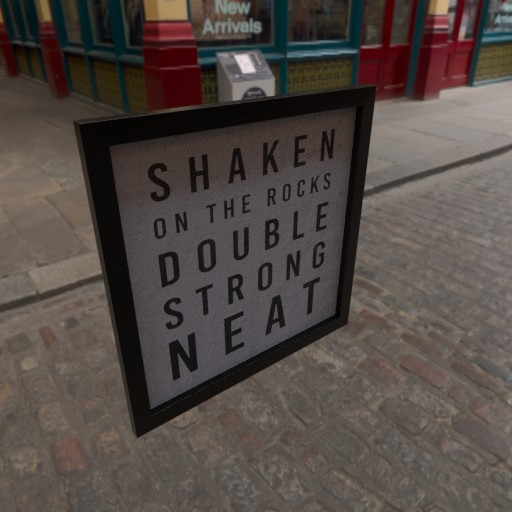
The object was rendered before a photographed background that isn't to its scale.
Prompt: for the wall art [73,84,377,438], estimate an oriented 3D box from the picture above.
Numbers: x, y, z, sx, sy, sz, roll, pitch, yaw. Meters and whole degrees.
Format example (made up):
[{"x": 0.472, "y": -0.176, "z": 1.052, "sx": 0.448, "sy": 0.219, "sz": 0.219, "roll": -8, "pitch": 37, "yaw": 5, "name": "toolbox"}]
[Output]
[{"x": 0.000, "y": 0.000, "z": 0.517, "sx": 0.349, "sy": 0.349, "sz": 0.014, "roll": -20, "pitch": 34, "yaw": -32, "name": "wall art"}]
